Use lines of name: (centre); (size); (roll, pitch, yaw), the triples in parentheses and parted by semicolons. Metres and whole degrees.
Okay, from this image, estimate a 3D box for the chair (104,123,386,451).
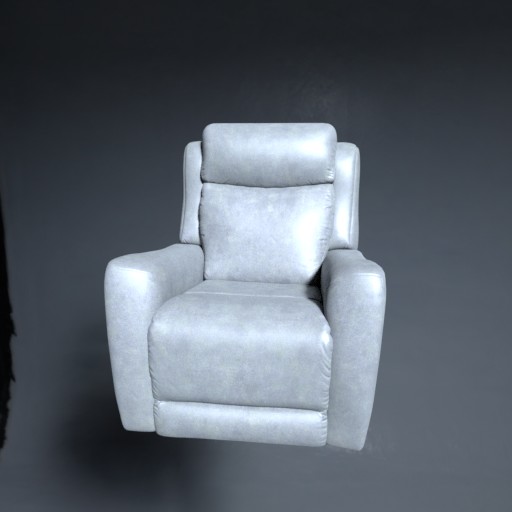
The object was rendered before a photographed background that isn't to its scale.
chair: (0.000, 0.000, 1.907); (0.967, 1.116, 1.068); (2, 15, 8)
